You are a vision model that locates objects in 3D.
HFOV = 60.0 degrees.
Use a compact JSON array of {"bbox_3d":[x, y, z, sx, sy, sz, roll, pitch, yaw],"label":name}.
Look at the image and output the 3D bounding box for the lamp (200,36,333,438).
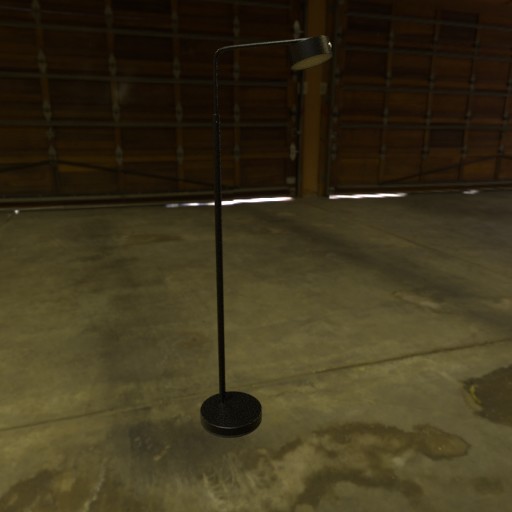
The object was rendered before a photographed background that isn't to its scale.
[{"bbox_3d":[0.000,0.000,1.383,0.418,1.230,0.219,8,17,26],"label":"lamp"}]
